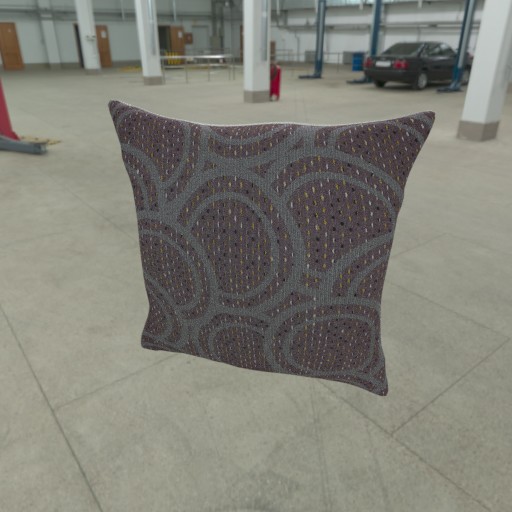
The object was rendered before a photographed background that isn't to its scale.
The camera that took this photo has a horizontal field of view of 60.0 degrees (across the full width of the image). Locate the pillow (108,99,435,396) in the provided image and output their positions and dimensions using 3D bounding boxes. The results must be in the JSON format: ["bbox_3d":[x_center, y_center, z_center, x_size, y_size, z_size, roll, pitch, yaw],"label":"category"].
[{"bbox_3d":[0.000,0.000,0.784,0.514,0.513,0.163,7,27,15],"label":"pillow"}]
